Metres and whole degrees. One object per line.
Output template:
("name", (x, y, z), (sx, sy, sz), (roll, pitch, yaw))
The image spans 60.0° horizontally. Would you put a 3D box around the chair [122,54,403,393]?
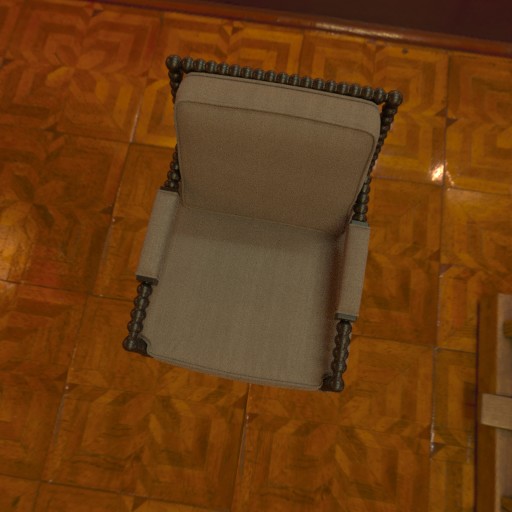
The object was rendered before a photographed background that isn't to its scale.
("chair", (0.000, 0.000, 1.134), (0.540, 0.661, 0.622), (10, 74, 3))
